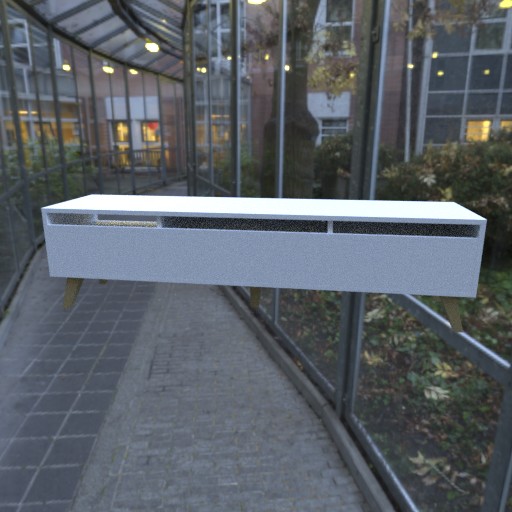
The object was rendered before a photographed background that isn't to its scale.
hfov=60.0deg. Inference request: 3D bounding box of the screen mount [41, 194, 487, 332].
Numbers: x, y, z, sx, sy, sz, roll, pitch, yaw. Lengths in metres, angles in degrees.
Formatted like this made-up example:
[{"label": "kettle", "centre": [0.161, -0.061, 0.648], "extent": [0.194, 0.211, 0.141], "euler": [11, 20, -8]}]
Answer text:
[{"label": "screen mount", "centre": [0.000, 0.000, 1.869], "extent": [1.644, 0.432, 0.399], "euler": [2, 16, 8]}]
